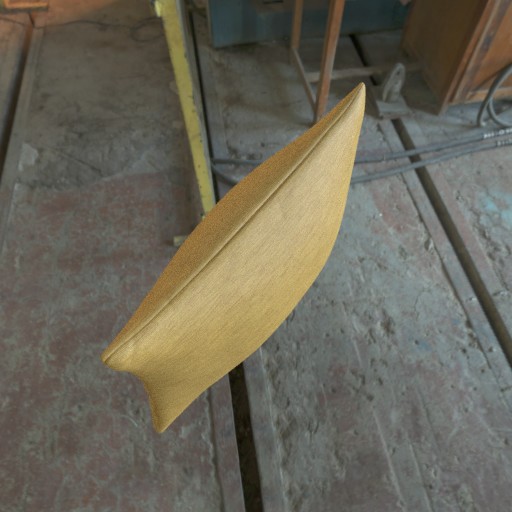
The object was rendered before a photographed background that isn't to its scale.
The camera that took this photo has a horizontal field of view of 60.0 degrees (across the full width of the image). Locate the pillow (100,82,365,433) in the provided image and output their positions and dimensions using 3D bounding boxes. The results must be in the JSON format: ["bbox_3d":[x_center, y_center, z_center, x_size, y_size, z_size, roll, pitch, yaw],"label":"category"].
[{"bbox_3d":[0.000,0.000,0.791,0.210,0.354,0.634,31,62,19],"label":"pillow"}]
